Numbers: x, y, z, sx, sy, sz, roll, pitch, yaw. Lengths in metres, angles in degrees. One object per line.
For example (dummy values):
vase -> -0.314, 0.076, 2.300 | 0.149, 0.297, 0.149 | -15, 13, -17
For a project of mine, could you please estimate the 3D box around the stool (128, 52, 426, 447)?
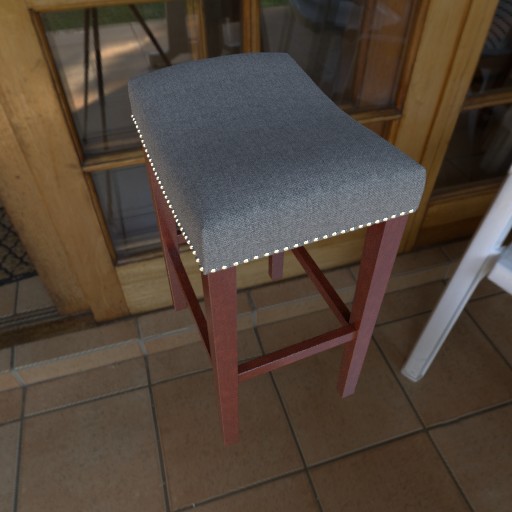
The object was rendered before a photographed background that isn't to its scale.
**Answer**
stool -> 0.000, 0.000, 1.021 | 0.372, 0.742, 0.504 | -17, 48, -16
